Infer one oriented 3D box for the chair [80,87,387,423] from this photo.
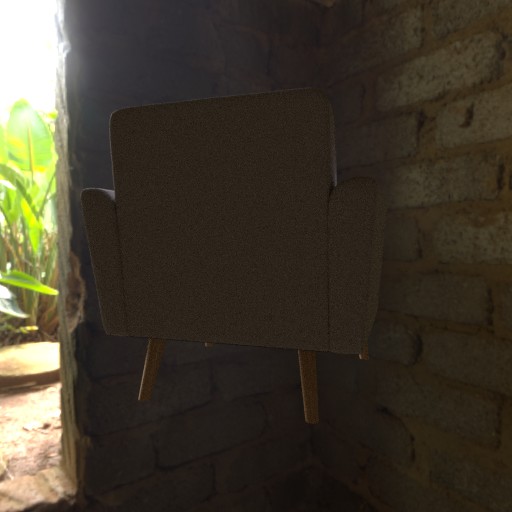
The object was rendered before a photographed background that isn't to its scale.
[{"bbox_3d":[0.000,0.000,1.411,0.780,0.780,0.750,1,2,18],"label":"chair"}]
